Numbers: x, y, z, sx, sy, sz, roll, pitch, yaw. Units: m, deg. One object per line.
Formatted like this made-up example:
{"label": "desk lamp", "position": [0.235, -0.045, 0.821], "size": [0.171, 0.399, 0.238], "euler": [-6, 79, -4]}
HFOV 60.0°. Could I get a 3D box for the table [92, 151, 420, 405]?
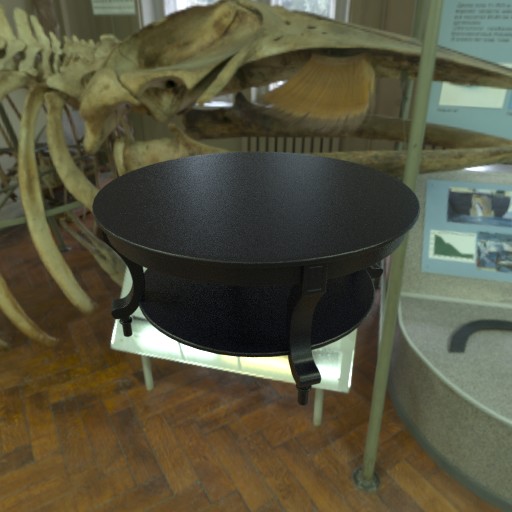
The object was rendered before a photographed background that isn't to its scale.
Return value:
{"label": "table", "position": [0.000, 0.000, 1.566], "size": [1.029, 0.491, 1.029], "euler": [0, 27, 0]}
